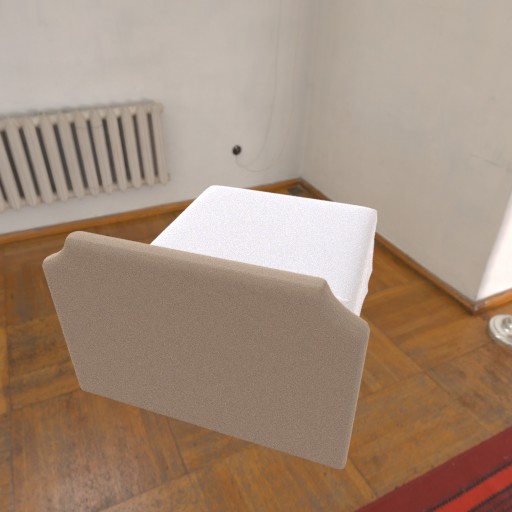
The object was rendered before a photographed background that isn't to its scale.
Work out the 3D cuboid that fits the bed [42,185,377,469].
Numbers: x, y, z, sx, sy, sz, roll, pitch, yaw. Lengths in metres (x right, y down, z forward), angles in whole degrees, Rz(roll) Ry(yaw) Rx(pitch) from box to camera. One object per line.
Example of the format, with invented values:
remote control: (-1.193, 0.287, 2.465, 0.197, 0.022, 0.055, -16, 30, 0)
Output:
bed: (0.000, 0.000, 3.333, 1.828, 1.301, 2.204, 11, 35, 16)
